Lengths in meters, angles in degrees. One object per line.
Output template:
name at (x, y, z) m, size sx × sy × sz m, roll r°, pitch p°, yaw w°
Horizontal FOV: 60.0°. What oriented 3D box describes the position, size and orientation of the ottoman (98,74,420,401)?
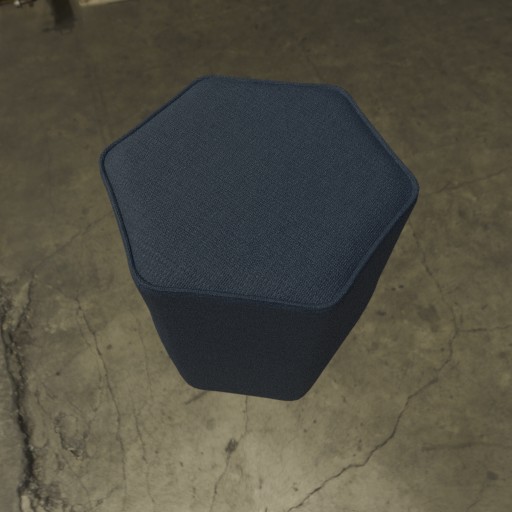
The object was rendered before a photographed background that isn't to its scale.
ottoman at (0.000, 0.000, 0.871) m, size 0.454 × 0.505 × 0.492 m, roll -16°, pitch 60°, yaw -10°
